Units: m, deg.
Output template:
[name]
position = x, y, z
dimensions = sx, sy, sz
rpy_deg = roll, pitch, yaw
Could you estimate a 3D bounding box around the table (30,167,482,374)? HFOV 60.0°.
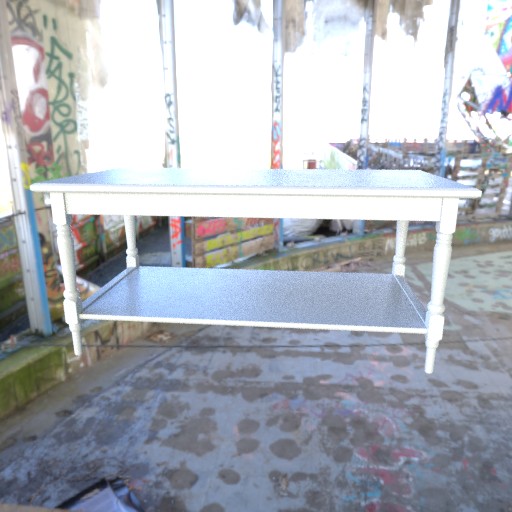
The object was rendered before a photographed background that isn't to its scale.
[table]
position = 0.000, 0.000, 1.410
dimensions = 1.109, 0.506, 0.551
rpy_deg = 2, 16, 6
